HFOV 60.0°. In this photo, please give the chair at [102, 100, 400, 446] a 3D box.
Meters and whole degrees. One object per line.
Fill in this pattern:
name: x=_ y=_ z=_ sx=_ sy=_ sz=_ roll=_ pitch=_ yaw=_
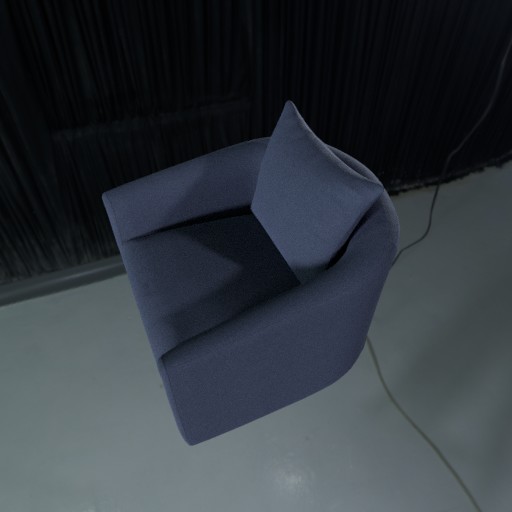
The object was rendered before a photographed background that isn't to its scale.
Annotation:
chair: x=0.000 y=0.000 z=1.633 sx=0.910 sy=0.848 sz=0.845 roll=-18 pitch=49 yaw=-16
